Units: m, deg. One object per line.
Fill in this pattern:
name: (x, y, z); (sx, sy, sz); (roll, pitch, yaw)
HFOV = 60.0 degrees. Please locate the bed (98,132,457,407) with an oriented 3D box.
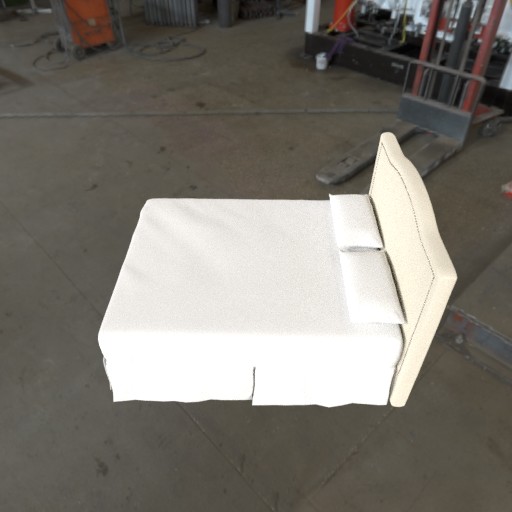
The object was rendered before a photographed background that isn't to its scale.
bed: (0.000, 0.000, 3.422); (2.196, 1.449, 1.741); (1, 42, 1)
